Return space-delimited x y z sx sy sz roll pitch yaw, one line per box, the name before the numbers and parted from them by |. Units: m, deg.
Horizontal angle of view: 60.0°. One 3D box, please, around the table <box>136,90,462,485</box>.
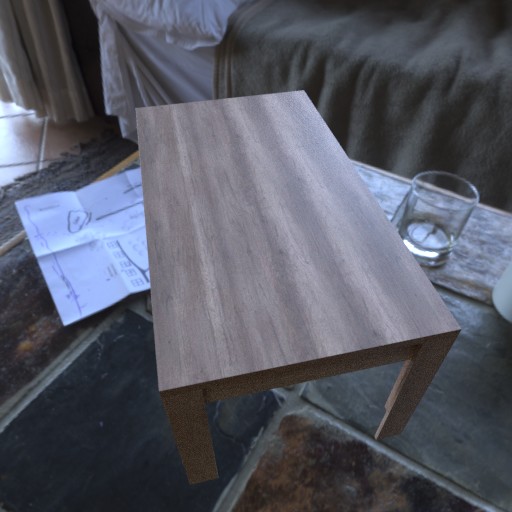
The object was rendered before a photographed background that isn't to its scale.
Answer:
table | 0.000 0.000 2.079 0.900 0.775 1.600 -9 47 -9
